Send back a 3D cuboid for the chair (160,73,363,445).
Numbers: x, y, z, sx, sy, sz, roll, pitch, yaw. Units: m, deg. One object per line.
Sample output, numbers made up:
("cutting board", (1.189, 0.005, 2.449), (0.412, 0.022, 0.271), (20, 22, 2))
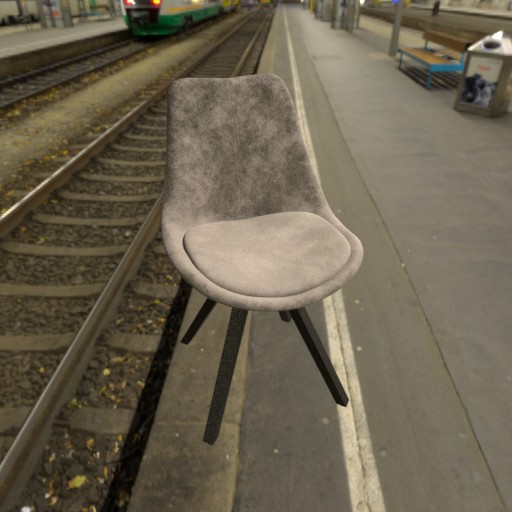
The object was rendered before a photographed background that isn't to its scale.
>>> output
("chair", (0.000, 0.000, 1.210), (0.485, 0.850, 0.550), (-10, 32, -16))
